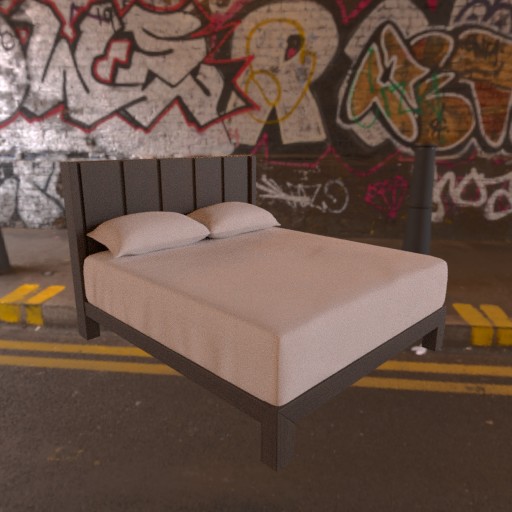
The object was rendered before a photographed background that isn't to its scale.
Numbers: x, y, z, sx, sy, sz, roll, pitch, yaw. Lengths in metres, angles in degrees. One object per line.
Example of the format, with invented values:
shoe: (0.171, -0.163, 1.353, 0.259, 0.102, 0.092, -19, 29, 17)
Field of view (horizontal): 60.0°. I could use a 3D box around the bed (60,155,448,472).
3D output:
bed: (0.000, 0.000, 3.048, 1.735, 1.261, 1.992, -14, 21, -43)
